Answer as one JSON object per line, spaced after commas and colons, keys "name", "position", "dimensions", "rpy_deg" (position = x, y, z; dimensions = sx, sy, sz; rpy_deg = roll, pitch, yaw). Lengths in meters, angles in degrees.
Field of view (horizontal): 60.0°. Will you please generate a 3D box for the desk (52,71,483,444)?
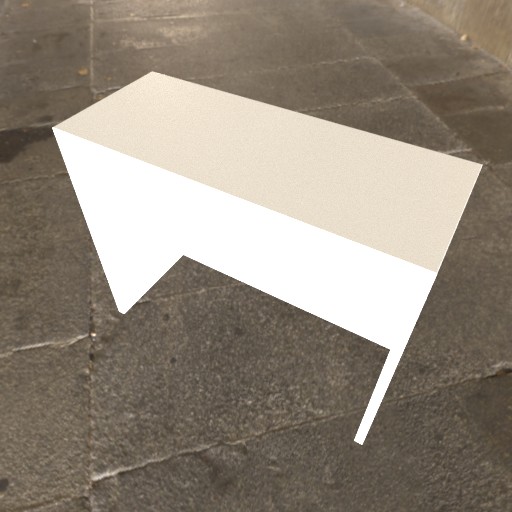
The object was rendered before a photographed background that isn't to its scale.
{"name": "desk", "position": [0.000, 0.000, 1.383], "dimensions": [1.000, 0.790, 0.400], "rpy_deg": [23, 50, 21]}
